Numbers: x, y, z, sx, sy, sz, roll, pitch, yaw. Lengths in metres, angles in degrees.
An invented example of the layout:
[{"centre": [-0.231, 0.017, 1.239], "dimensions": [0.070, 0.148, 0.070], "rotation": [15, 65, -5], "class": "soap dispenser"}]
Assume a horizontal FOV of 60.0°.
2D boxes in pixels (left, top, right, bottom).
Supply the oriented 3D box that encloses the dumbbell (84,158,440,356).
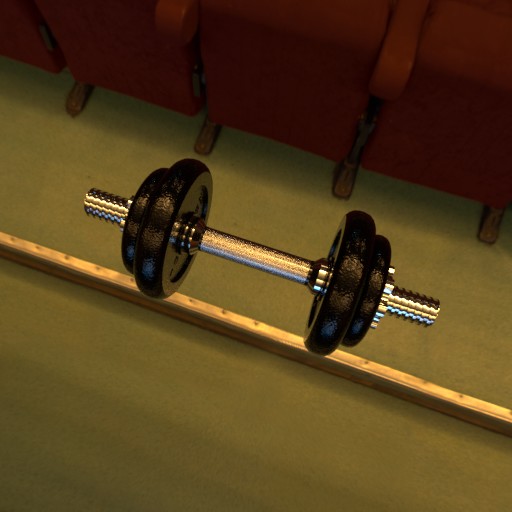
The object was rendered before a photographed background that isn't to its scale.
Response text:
[{"centre": [0.000, 0.000, 0.609], "dimensions": [0.497, 0.202, 0.202], "rotation": [18, 76, 5], "class": "dumbbell"}]
